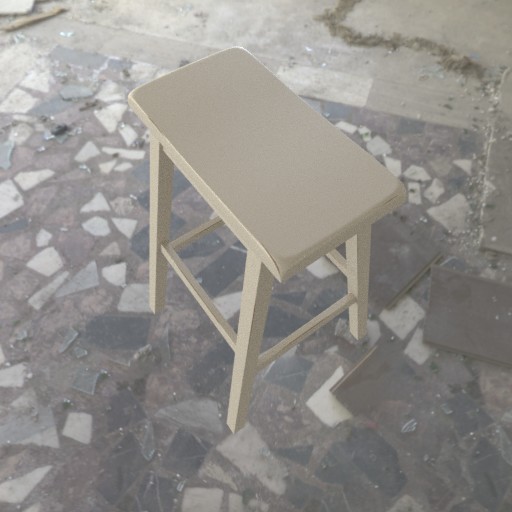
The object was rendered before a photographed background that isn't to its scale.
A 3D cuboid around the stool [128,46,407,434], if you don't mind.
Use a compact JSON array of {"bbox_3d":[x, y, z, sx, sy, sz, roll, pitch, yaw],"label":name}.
[{"bbox_3d":[0.000,0.000,1.024,0.476,0.737,0.457,-32,63,-18],"label":"stool"}]
